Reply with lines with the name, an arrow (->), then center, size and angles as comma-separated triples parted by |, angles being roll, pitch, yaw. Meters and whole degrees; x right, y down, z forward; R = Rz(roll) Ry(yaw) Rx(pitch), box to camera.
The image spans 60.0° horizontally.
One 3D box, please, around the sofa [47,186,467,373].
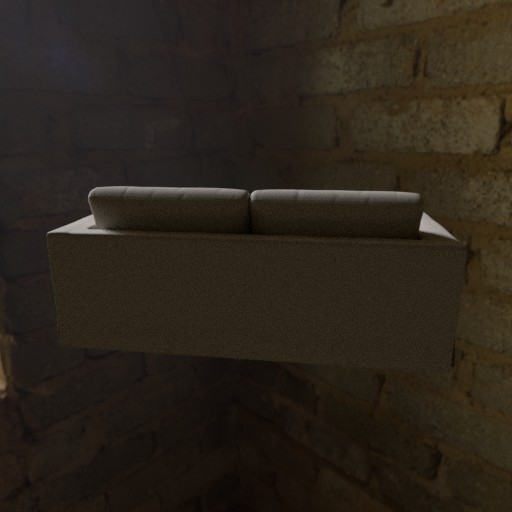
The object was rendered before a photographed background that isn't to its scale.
sofa -> 0.000, 0.000, 2.708 | 2.163, 0.881, 0.954 | 2, 16, 8
